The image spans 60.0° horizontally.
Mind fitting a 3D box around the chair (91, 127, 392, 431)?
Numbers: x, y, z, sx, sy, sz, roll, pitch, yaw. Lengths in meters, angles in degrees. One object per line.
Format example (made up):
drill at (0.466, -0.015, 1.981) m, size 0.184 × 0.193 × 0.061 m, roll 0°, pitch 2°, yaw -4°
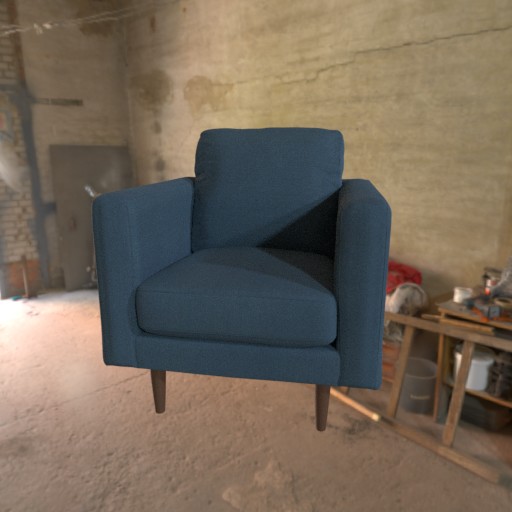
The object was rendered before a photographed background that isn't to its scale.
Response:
chair at (0.000, 0.000, 1.609) m, size 0.855 × 0.922 × 0.820 m, roll 2°, pitch 14°, yaw 10°
